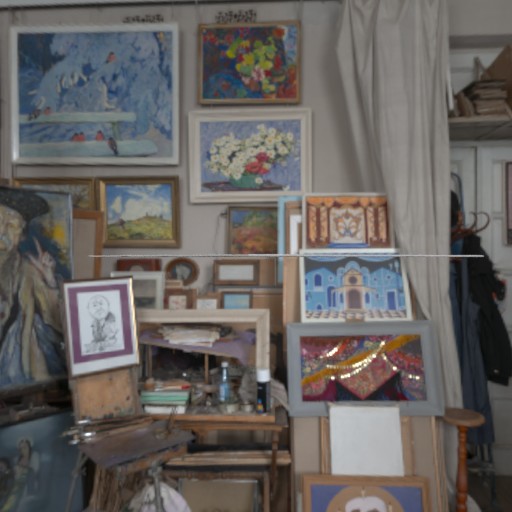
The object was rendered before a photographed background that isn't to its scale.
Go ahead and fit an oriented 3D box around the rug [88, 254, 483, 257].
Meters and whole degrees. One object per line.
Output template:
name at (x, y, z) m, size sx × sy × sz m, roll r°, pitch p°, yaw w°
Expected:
rug at (0.000, 0.000, 4.485) m, size 2.448 × 0.020 × 3.359 m, roll 0°, pitch 0°, yaw -35°
